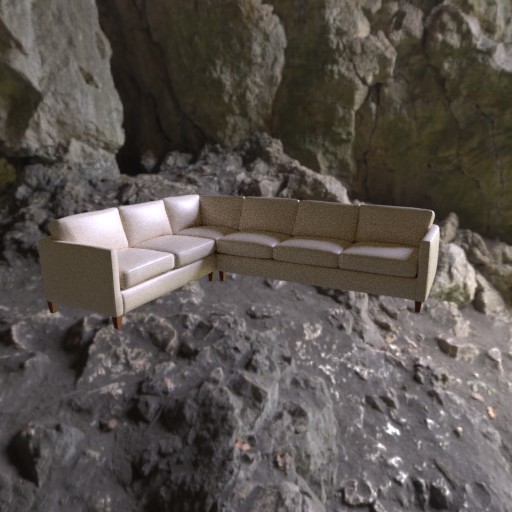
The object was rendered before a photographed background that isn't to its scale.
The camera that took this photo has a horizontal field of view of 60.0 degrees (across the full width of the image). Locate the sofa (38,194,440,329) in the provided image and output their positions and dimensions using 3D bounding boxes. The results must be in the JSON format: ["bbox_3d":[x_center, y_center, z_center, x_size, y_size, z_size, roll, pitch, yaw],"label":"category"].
[{"bbox_3d":[0.000,0.000,4.542,3.302,0.947,2.593,7,16,26],"label":"sofa"}]
